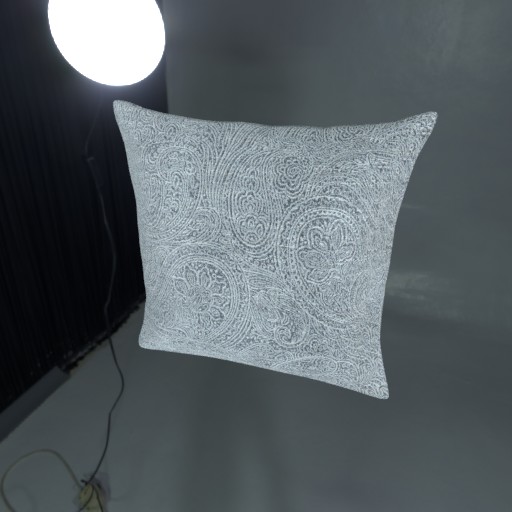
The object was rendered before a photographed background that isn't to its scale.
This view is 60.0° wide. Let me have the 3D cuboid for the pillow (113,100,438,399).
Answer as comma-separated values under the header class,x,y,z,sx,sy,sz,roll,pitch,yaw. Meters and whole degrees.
class,x,y,z,sx,sy,sz,roll,pitch,yaw
pillow,0.000,0.000,0.787,0.523,0.510,0.166,8,27,15
